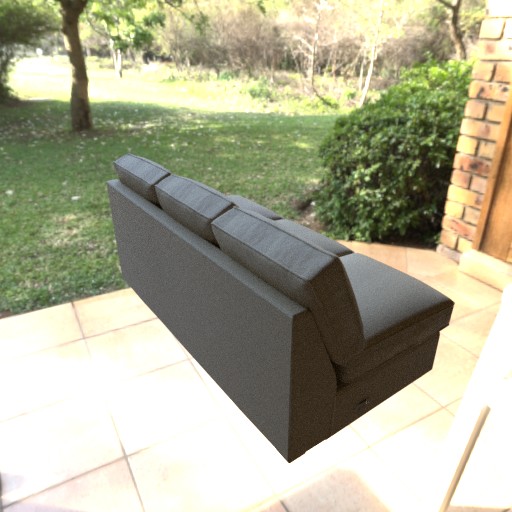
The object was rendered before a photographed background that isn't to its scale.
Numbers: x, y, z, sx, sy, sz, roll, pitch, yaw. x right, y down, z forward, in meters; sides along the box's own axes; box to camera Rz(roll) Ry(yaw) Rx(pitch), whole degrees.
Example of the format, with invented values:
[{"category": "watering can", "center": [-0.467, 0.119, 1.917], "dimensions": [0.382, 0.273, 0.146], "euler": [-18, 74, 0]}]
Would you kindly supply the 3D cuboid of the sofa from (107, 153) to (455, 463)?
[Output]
[{"category": "sofa", "center": [0.000, 0.000, 2.561], "dimensions": [1.027, 0.973, 1.962], "euler": [-17, 31, -31]}]
